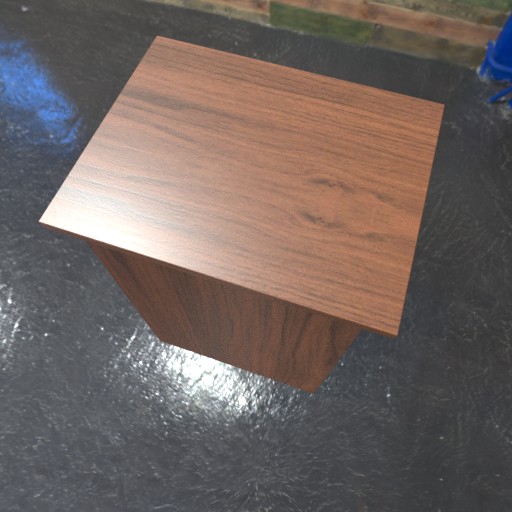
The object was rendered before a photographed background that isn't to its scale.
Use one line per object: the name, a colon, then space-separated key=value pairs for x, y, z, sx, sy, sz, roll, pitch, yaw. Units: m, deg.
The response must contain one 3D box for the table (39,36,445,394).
table: x=0.000 y=0.000 z=0.917 sx=0.480 sy=0.636 sz=0.381 roll=17 pitch=65 yaw=8
